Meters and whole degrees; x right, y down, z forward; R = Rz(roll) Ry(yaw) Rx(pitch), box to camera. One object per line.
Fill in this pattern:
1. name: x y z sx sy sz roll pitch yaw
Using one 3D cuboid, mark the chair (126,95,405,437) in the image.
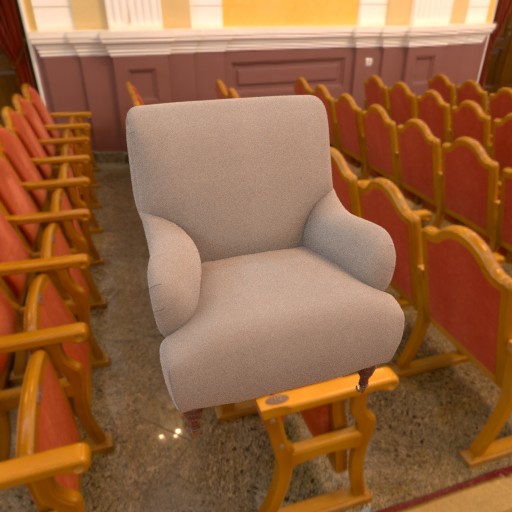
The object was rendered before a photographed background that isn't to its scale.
1. chair: 0.000 0.000 1.560 0.766 0.942 0.842 -9 32 -15
